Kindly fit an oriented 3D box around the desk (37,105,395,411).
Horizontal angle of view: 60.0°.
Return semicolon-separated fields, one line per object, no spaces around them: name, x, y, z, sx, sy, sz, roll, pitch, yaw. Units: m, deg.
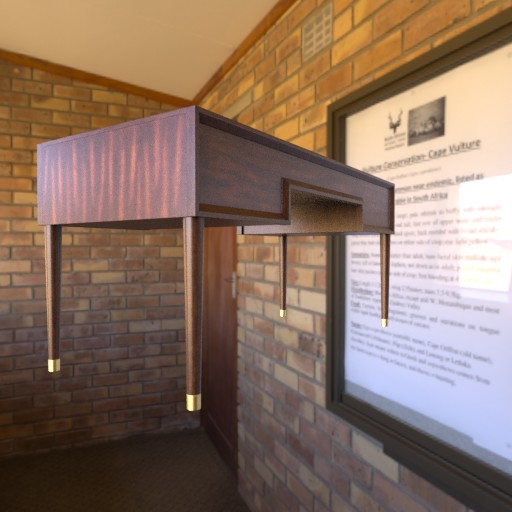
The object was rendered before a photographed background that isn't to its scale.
desk;0.000;0.000;1.941;0.724;0.762;1.575;1;1;35
